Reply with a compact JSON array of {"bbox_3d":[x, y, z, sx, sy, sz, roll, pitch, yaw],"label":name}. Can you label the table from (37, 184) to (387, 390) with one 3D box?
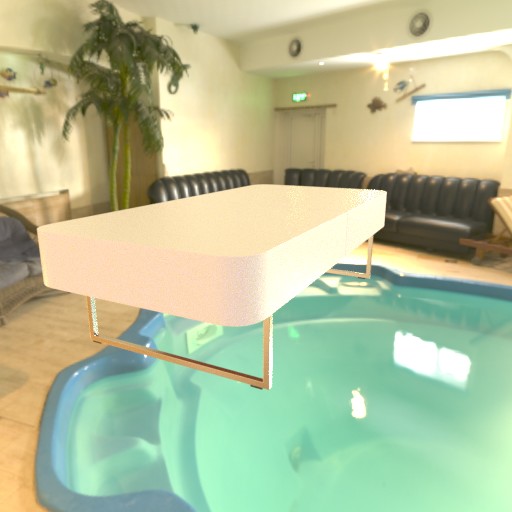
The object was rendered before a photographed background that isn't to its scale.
[{"bbox_3d":[0.000,0.000,1.463,0.600,0.340,1.200,8,17,27],"label":"table"}]
